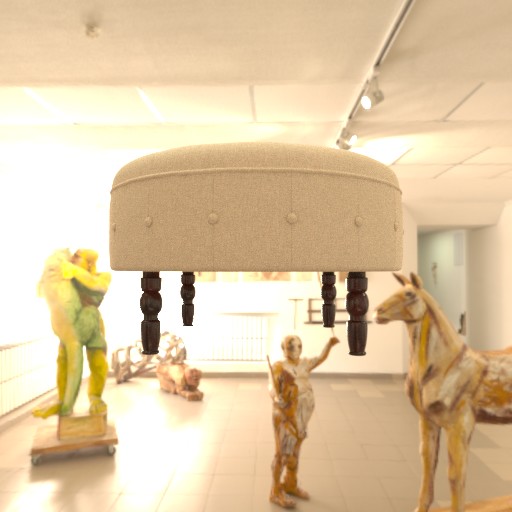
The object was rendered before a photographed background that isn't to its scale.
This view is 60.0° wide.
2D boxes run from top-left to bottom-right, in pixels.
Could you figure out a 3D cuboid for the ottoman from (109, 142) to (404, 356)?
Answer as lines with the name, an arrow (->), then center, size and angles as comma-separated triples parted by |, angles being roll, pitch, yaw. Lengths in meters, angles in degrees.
ottoman -> 0.000, 0.000, 1.346 | 0.848, 0.494, 0.848 | 0, -2, 0
